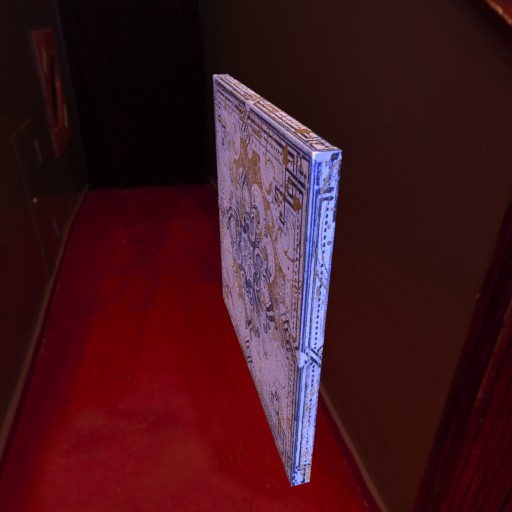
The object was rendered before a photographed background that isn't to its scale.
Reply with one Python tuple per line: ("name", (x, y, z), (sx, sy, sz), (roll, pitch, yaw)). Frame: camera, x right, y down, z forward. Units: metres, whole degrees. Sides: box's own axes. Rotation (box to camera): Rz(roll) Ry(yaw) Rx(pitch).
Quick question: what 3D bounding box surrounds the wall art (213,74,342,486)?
("wall art", (0.000, 0.000, 0.897), (0.036, 0.607, 0.609), (-8, 31, -13))
